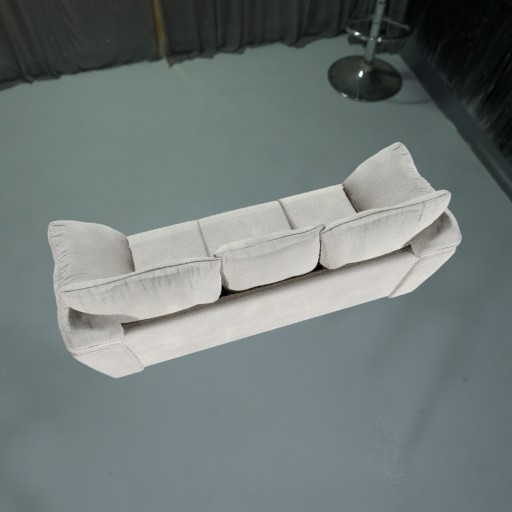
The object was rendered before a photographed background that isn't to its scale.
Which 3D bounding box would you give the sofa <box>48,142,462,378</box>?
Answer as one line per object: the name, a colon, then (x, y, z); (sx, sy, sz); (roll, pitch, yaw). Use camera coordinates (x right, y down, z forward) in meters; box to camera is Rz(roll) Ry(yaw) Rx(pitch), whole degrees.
sofa: (0.000, 0.000, 2.820); (2.334, 0.996, 0.878); (-15, 58, -9)
